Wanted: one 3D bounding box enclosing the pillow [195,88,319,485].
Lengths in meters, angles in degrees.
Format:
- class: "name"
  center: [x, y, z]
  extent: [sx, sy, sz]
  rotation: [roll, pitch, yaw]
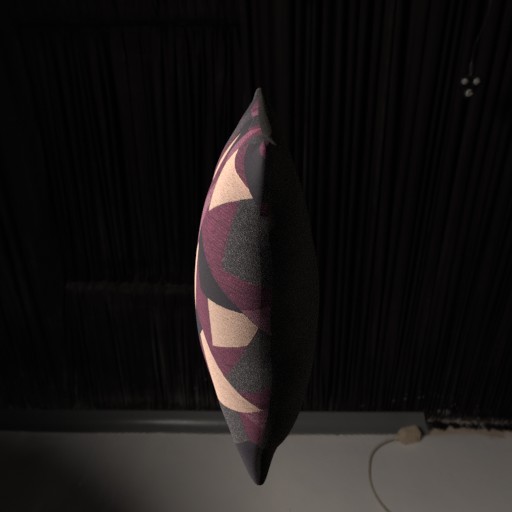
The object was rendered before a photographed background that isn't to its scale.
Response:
- class: "pillow"
  center: [0.000, 0.000, 0.751]
  extent: [0.208, 0.496, 0.503]
  rotation: [0, 26, 0]
